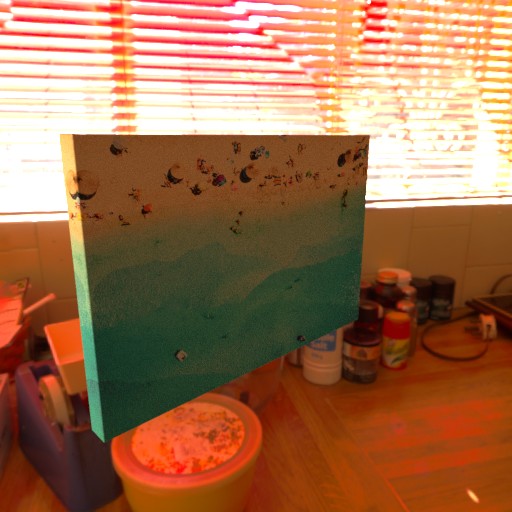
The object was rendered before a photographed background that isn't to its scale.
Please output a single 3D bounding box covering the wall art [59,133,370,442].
[{"bbox_3d":[0.000,0.000,0.767,0.609,0.406,0.039,-14,21,-42],"label":"wall art"}]
